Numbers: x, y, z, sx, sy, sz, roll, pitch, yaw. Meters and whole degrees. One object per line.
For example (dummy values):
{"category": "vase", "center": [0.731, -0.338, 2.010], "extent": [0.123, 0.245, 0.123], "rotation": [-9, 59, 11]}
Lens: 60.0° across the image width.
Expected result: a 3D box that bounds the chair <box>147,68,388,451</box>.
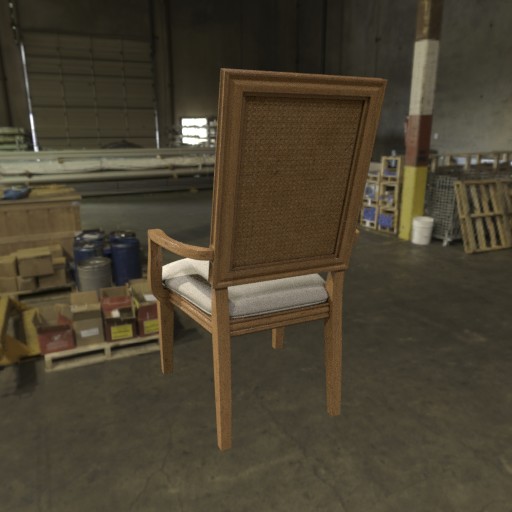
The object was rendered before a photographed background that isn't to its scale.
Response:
{"category": "chair", "center": [0.000, 0.000, 1.371], "extent": [0.606, 0.990, 0.602], "rotation": [-7, 17, -24]}
